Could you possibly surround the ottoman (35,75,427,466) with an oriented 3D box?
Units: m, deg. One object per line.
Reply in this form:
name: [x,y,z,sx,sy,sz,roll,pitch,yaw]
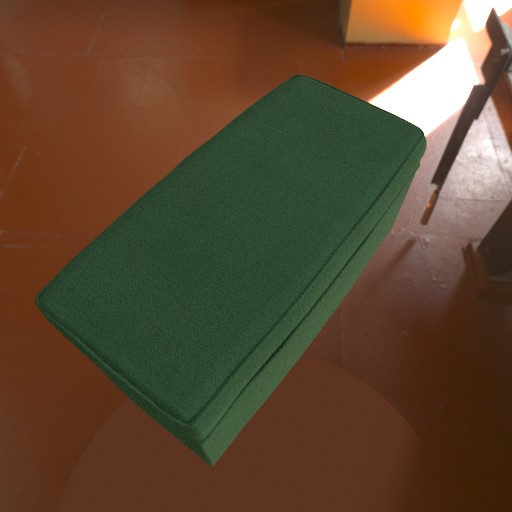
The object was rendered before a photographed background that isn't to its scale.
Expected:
ottoman: [0.000,0.000,1.202,0.483,0.471,0.957,33,63,20]
